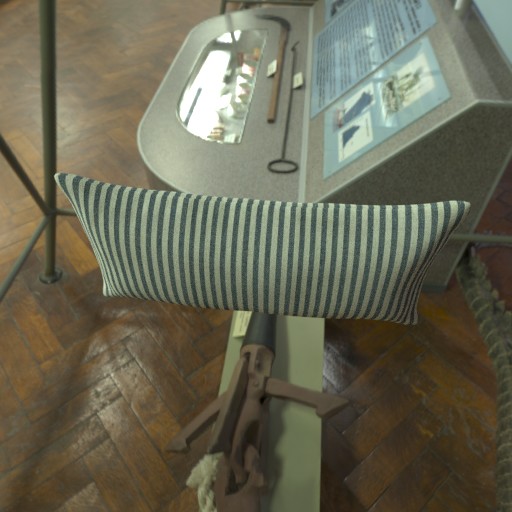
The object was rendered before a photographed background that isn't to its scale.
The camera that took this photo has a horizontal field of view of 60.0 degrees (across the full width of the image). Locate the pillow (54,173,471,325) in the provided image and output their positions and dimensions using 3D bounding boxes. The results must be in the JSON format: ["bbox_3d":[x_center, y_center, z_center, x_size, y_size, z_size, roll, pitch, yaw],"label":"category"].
[{"bbox_3d":[0.000,0.000,0.757,0.617,0.295,0.151,5,47,4],"label":"pillow"}]
